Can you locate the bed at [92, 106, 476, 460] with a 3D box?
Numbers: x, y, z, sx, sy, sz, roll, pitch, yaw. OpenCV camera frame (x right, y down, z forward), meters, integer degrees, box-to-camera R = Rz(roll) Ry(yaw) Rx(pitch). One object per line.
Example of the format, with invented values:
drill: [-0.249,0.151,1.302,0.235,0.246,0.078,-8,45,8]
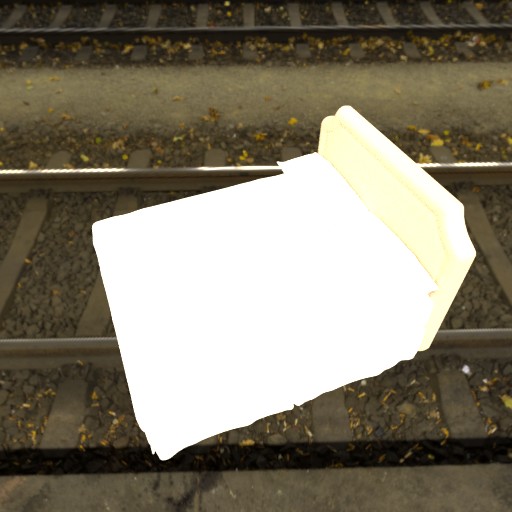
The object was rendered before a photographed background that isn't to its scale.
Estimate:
bed: [0.000,0.000,3.797,2.548,1.524,2.134,-17,49,-15]
